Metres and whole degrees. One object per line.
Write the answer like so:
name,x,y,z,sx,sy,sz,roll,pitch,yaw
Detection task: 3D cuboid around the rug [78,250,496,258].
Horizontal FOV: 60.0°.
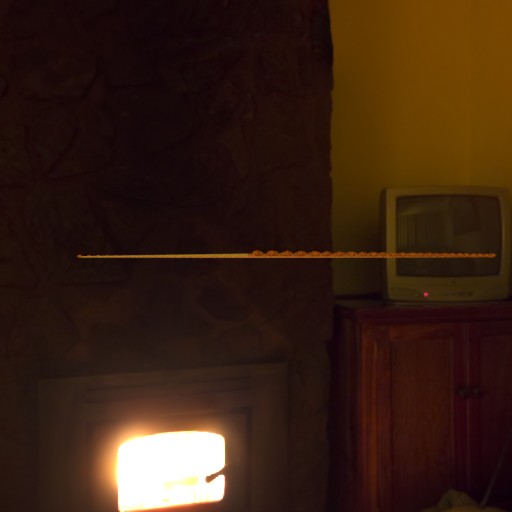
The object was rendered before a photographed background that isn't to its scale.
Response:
rug,0.000,0.000,4.265,2.451,0.035,3.369,0,0,-36
